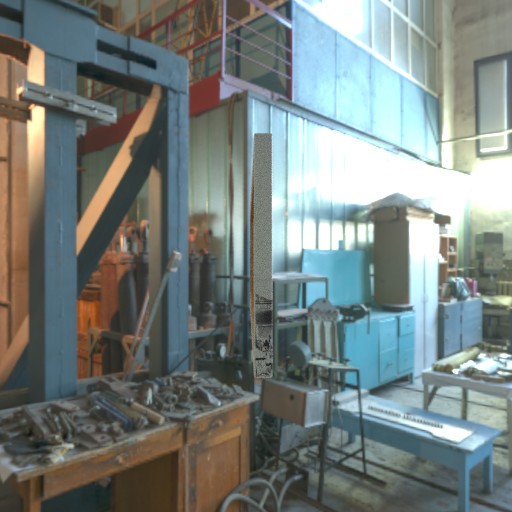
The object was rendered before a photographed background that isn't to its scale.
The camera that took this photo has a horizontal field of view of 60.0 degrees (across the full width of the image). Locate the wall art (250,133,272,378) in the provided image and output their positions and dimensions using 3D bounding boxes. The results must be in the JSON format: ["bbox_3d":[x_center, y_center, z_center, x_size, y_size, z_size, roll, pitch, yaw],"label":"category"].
[{"bbox_3d":[0.000,0.000,1.678,0.039,0.507,1.520,0,0,-1],"label":"wall art"}]
